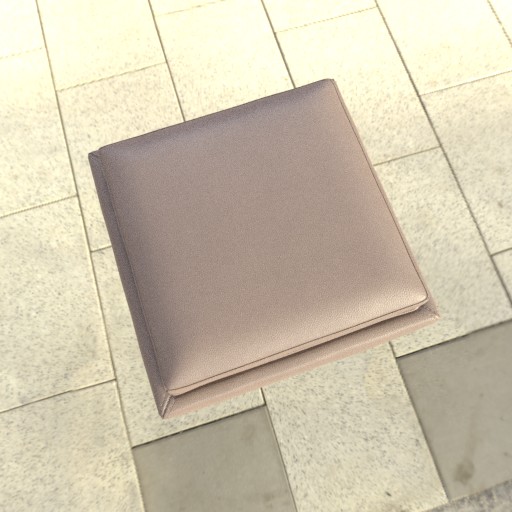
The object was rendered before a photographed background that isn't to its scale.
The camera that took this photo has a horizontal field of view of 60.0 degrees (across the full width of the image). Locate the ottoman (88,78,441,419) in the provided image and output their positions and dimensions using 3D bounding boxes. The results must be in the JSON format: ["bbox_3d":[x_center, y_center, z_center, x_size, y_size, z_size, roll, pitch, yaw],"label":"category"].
[{"bbox_3d":[0.000,0.000,0.835,0.451,0.460,0.450,-19,76,-5],"label":"ottoman"}]
